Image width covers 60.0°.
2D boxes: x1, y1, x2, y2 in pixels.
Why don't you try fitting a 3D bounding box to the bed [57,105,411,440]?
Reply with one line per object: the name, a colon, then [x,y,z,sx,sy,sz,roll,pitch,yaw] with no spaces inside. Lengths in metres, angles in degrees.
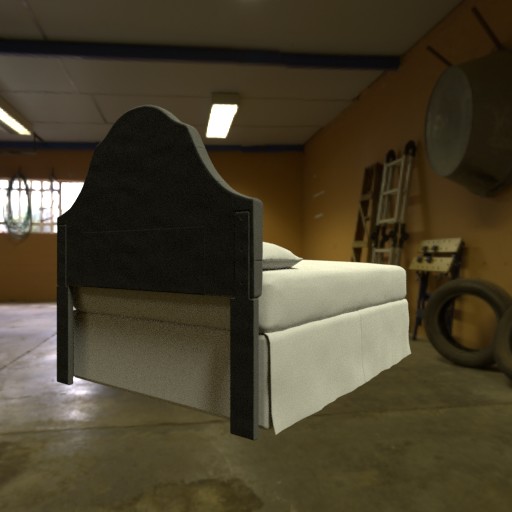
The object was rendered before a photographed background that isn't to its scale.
bed: [0.000,0.000,3.199,1.636,1.575,2.155,0,0,36]
